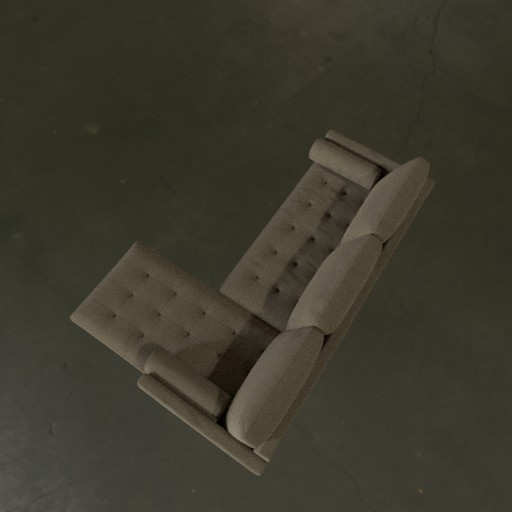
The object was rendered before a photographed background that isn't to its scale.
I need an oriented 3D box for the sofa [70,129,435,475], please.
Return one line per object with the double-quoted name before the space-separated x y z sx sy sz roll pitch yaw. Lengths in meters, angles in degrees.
"sofa" 0.000 0.000 2.959 1.506 0.875 2.178 31 69 14
